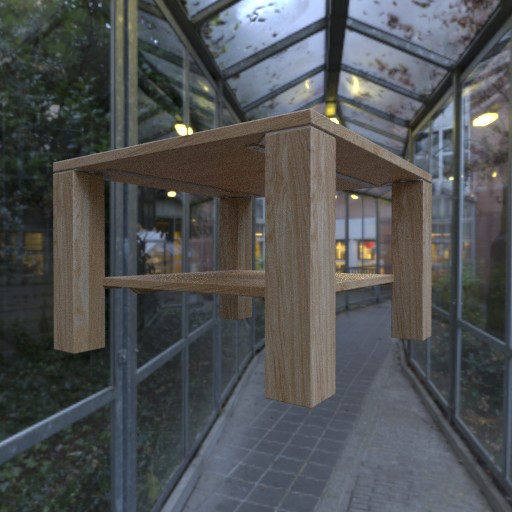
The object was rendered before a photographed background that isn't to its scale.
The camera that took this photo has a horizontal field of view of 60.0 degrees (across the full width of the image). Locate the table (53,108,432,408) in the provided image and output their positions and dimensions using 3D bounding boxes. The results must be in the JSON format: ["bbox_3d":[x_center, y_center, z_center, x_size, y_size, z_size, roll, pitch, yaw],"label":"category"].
[{"bbox_3d":[0.000,0.000,1.149,0.700,0.450,0.700,0,1,35],"label":"table"}]
